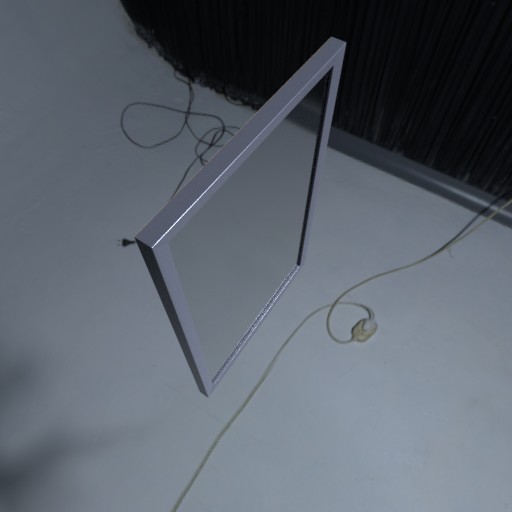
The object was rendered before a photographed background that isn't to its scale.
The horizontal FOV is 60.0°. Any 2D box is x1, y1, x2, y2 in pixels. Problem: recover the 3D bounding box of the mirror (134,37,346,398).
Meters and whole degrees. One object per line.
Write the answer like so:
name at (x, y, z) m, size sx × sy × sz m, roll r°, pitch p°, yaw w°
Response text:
mirror at (0.000, 0.000, 1.185) m, size 0.040 × 0.915 × 0.609 m, roll 30°, pitch 63°, yaw 17°
